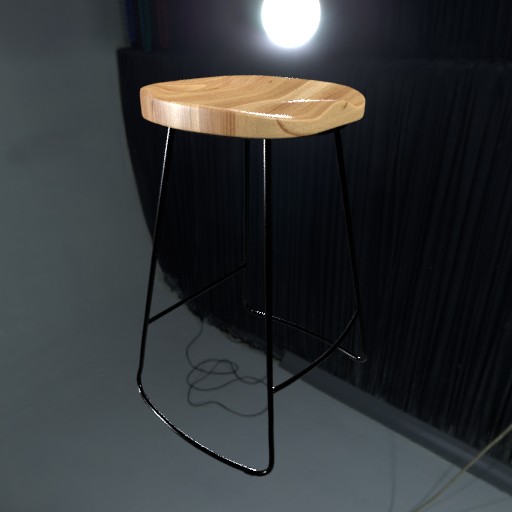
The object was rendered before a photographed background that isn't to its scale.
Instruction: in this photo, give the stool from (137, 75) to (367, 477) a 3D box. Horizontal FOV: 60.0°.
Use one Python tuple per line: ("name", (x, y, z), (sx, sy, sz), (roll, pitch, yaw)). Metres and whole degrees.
("stool", (0.000, 0.000, 0.939), (0.401, 0.679, 0.480), (20, 33, 33))
